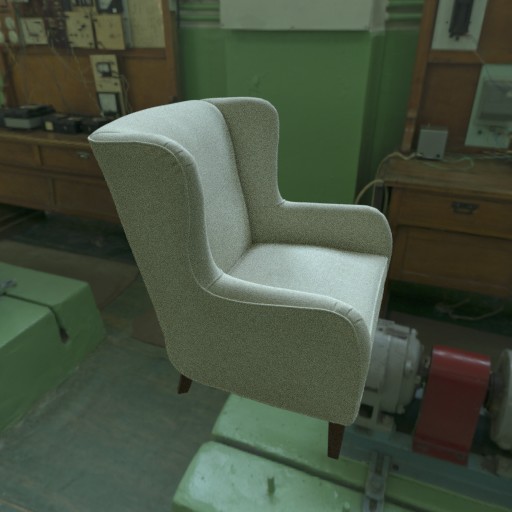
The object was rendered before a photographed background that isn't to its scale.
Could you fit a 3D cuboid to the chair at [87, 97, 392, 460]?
[{"bbox_3d":[0.000,0.000,1.695,0.966,1.040,0.838,10,29,18],"label":"chair"}]
